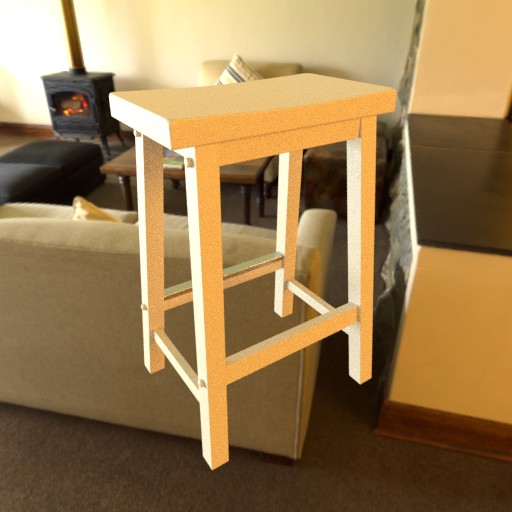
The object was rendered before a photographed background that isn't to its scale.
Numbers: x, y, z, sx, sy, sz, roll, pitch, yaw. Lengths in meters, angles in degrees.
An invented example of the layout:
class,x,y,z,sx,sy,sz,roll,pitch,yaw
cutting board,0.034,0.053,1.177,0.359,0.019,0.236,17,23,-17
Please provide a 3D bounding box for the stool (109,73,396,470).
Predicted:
class,x,y,z,sx,sy,sz,roll,pitch,yaw
stool,0.000,0.000,0.860,0.406,0.610,0.322,-18,34,-29
